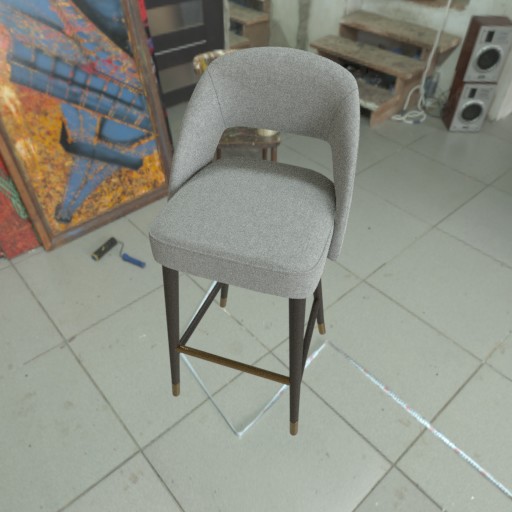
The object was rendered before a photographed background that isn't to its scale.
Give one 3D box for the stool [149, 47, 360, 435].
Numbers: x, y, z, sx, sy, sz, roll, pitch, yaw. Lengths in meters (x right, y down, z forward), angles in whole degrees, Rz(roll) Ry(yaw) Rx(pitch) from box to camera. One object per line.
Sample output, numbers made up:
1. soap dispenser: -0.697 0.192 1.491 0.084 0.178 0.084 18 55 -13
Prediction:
1. stool: 0.000 0.000 1.326 0.494 1.037 0.509 13 45 14
